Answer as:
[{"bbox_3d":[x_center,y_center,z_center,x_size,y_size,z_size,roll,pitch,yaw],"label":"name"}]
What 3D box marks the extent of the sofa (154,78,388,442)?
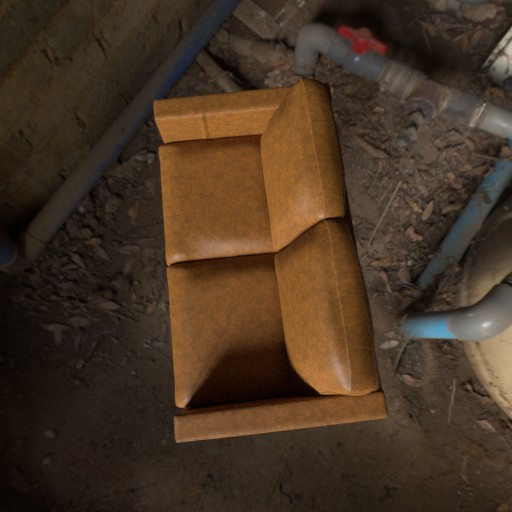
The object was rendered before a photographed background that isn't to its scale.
[{"bbox_3d":[0.000,0.000,2.184,0.909,0.951,1.578,-6,76,-2],"label":"sofa"}]
